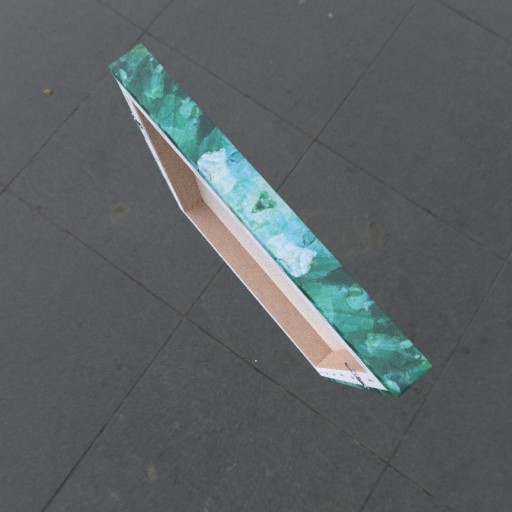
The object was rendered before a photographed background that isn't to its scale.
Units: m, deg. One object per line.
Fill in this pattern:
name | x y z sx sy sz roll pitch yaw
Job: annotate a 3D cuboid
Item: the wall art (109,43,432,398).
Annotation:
wall art | 0.000 0.000 0.459 0.033 0.313 0.313 -39 80 -8
